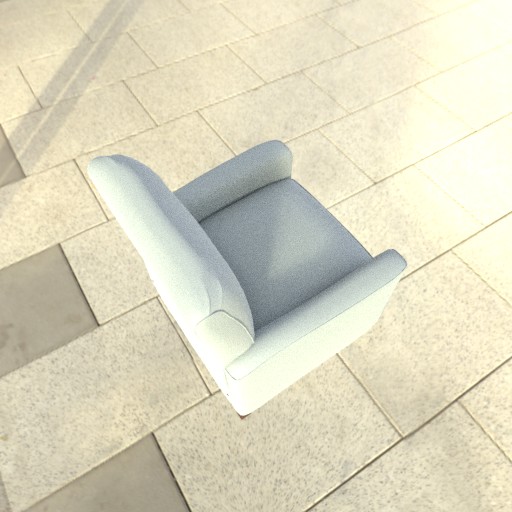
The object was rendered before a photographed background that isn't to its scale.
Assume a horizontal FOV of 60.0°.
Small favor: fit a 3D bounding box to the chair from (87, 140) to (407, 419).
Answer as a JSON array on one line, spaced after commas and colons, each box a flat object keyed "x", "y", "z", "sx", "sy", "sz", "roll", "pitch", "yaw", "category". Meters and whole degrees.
[{"x": 0.000, "y": 0.000, "z": 1.741, "sx": 0.846, "sy": 1.007, "sz": 0.853, "roll": -30, "pitch": 61, "yaw": -18, "category": "chair"}]
